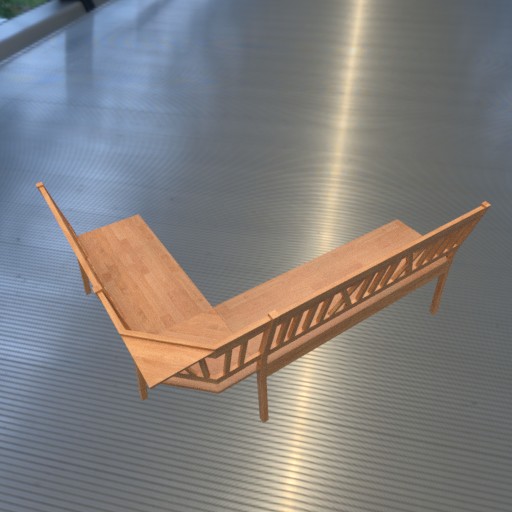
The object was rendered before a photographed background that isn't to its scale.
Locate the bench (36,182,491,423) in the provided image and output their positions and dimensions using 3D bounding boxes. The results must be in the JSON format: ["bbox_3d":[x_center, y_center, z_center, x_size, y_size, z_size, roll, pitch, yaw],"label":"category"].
[{"bbox_3d":[0.000,0.000,2.696,1.937,0.902,1.537,-24,47,-25],"label":"bench"}]
